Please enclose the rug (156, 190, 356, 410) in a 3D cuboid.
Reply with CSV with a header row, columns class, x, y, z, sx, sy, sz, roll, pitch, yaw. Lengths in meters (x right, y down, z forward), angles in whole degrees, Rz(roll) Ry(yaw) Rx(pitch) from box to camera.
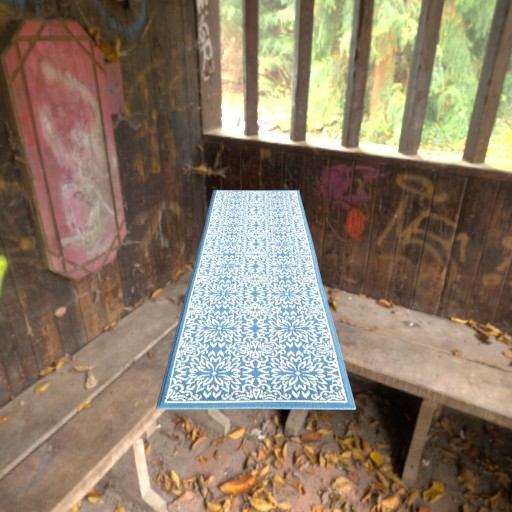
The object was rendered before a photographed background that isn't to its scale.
class,x,y,z,sx,sy,sz,roll,pitch,yaw
rug,0.000,0.000,2.438,0.662,0.011,2.196,0,27,0
